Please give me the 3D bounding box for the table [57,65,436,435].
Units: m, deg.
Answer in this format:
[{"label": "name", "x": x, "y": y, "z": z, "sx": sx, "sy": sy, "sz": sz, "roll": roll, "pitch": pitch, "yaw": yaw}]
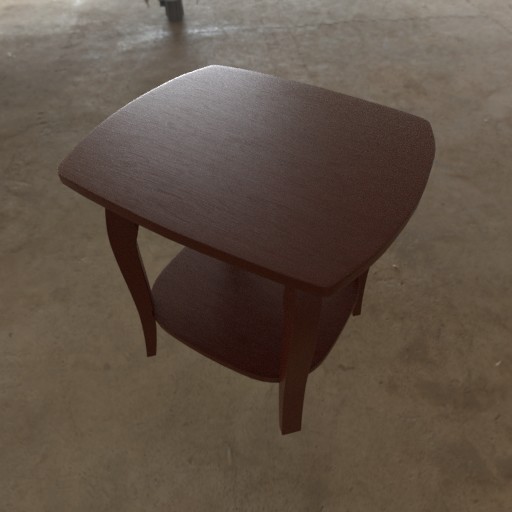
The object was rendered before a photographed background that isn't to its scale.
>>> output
[{"label": "table", "x": 0.000, "y": 0.000, "z": 0.850, "sx": 0.502, "sy": 0.496, "sz": 0.433, "roll": 23, "pitch": 51, "yaw": 20}]
